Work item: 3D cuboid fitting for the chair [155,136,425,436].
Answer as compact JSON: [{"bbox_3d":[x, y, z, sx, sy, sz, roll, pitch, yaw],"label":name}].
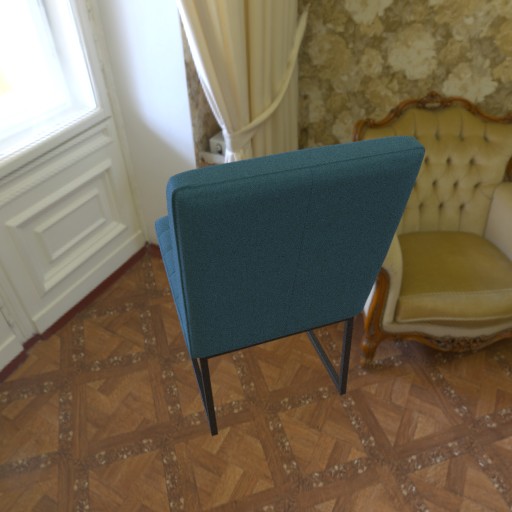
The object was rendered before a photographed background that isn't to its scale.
[{"bbox_3d":[0.000,0.000,1.314,0.520,0.930,0.634,-12,42,-14],"label":"chair"}]
